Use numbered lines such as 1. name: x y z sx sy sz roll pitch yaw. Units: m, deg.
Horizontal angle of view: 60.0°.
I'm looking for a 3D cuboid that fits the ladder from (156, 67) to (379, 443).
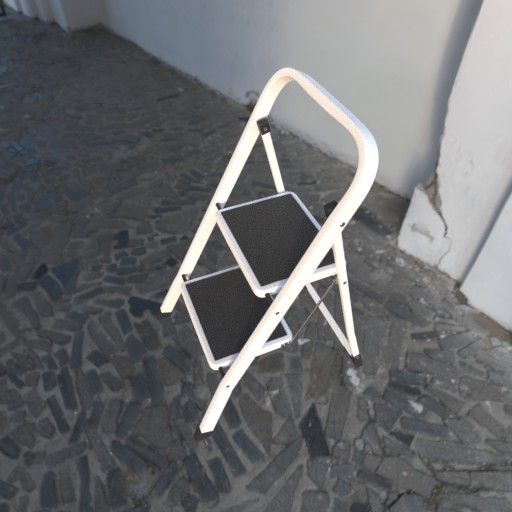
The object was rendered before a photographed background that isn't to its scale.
1. ladder: 0.000 0.000 1.128 0.544 0.810 0.460 -17 49 -15
